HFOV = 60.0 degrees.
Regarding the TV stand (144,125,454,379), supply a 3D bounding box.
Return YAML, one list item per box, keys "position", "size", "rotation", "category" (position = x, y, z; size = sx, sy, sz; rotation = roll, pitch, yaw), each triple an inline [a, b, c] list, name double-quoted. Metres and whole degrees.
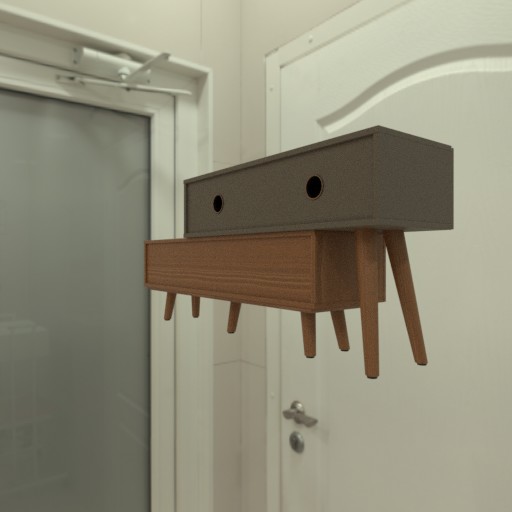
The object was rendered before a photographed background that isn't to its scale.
- position: [0.000, 0.000, 1.627]
  size: [0.329, 0.591, 1.336]
  rotation: [0, 0, -37]
  category: "TV stand"
